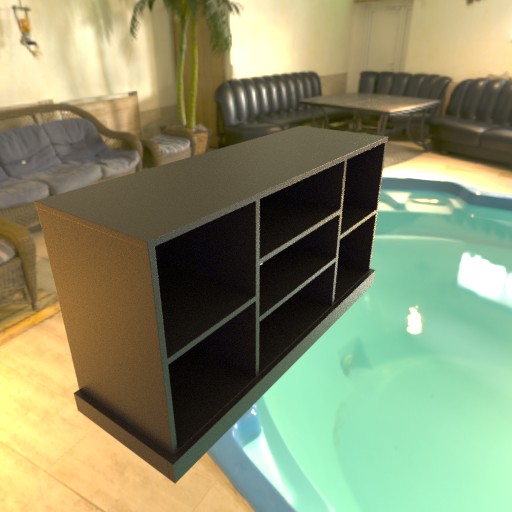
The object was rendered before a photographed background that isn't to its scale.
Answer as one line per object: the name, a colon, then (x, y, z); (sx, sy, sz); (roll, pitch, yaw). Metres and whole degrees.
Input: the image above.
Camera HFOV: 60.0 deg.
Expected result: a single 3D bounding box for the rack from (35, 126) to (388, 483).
rack: (0.000, 0.000, 1.476); (0.399, 0.635, 1.206); (18, 32, 32)
